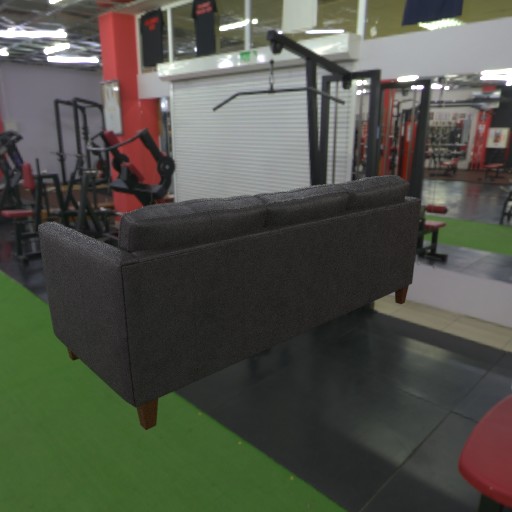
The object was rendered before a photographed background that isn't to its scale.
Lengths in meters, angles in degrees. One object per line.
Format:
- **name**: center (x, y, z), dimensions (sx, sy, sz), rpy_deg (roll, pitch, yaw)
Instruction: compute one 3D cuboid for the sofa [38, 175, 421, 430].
- **sofa**: center (0.000, 0.000, 2.982), dimensions (2.464, 1.006, 1.045), rpy_deg (-14, 21, -41)
